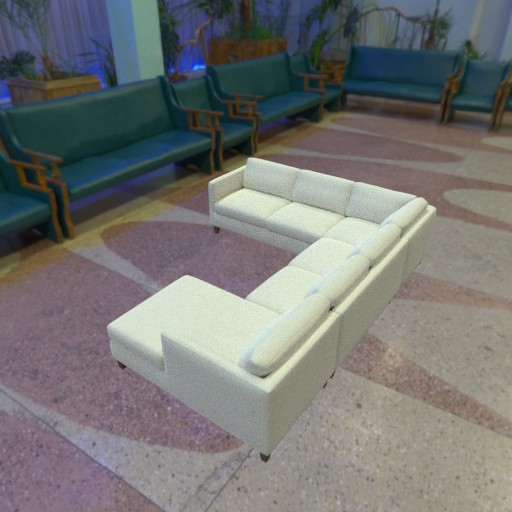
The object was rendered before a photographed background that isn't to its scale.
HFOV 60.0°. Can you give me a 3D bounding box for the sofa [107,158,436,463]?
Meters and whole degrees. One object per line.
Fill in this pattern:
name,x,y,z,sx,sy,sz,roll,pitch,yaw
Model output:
sofa,0.000,0.000,4.428,2.551,0.853,3.238,20,36,30
